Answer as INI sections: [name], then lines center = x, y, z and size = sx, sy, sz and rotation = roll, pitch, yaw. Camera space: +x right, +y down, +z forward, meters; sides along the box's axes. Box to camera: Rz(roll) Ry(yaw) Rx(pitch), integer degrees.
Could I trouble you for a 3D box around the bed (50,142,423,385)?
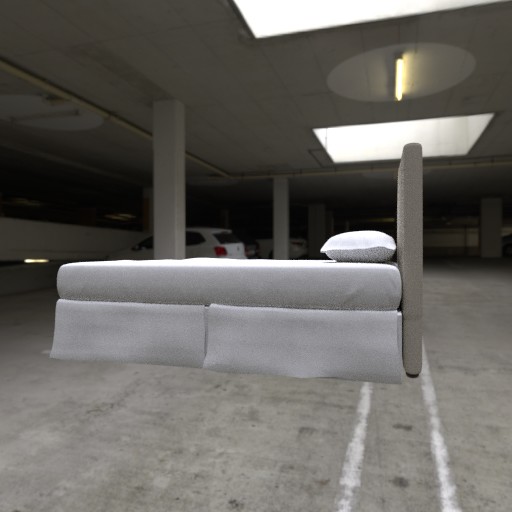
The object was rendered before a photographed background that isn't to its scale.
[bed]
center = 0.000, 0.000, 3.651
size = 2.477, 1.437, 1.977
rotation = 0, 0, 17
